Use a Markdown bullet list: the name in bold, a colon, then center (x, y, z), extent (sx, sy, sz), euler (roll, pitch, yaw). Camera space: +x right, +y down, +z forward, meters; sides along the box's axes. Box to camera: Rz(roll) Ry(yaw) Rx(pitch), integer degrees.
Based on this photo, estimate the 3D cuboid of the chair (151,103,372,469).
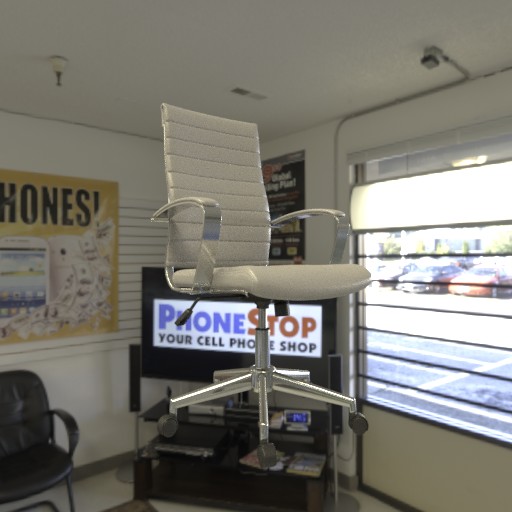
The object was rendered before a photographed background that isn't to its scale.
- **chair**: center (0.000, 0.000, 1.560), extent (0.679, 1.149, 0.667), euler (0, 0, -37)
